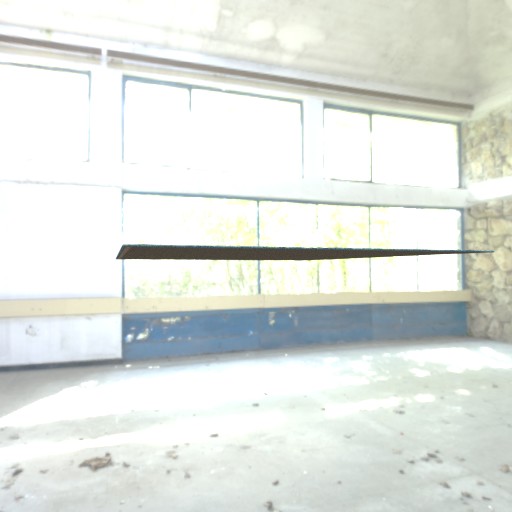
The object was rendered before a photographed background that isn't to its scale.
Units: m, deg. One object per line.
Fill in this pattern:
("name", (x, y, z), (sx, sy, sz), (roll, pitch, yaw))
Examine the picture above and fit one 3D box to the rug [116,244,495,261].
("rug", (0.000, 0.000, 4.093), (2.441, 0.016, 3.050), (1, -2, -18))
